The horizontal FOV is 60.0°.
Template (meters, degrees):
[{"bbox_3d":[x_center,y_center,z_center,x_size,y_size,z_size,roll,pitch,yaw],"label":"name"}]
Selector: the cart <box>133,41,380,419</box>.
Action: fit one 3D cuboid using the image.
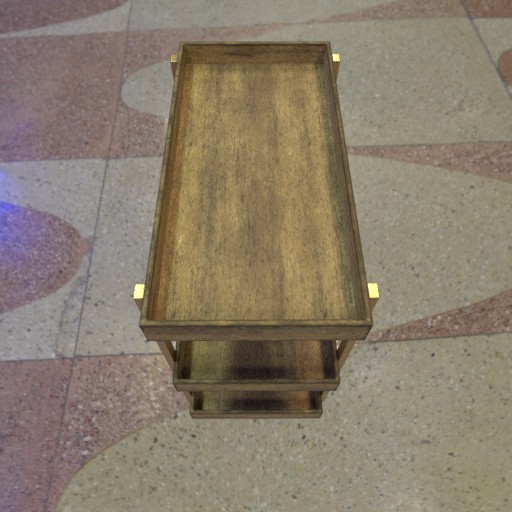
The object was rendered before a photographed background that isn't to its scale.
[{"bbox_3d":[0.000,0.000,1.234,0.416,0.799,0.750,0,58,0],"label":"cart"}]
